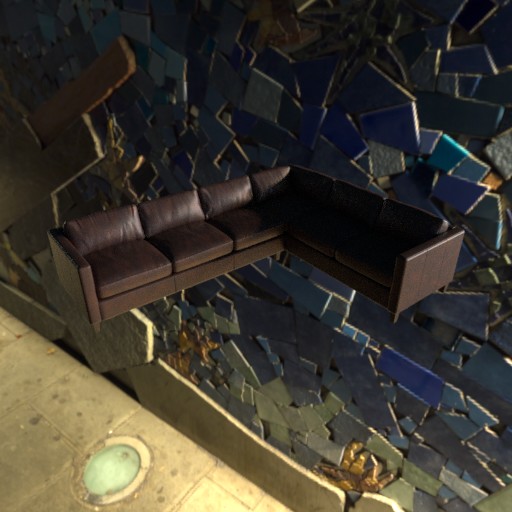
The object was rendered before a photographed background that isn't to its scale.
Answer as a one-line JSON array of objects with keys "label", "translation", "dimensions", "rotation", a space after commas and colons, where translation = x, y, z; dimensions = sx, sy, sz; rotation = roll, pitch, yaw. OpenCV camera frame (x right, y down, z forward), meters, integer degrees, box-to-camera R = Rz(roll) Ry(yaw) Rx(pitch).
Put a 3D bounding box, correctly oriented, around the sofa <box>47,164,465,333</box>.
[{"label": "sofa", "translation": [0.000, 0.000, 4.338], "dimensions": [3.152, 0.836, 2.438], "rotation": [-21, 36, -32]}]
